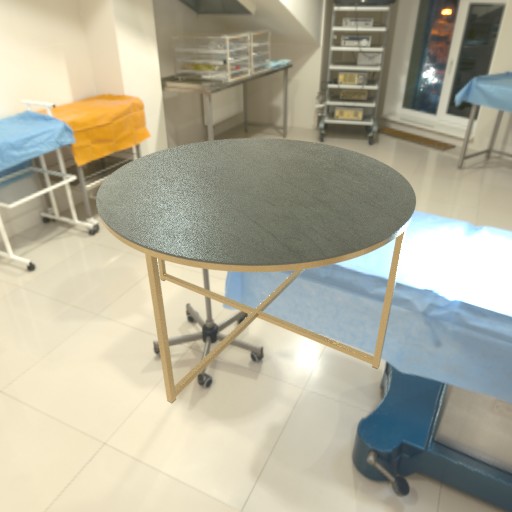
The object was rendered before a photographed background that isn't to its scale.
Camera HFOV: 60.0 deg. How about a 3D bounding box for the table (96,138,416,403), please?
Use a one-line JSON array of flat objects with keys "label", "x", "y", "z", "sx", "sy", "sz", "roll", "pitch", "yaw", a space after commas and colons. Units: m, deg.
[{"label": "table", "x": 0.000, "y": 0.000, "z": 1.275, "sx": 0.800, "sy": 0.450, "sz": 0.800, "roll": 0, "pitch": 31, "yaw": 0}]
